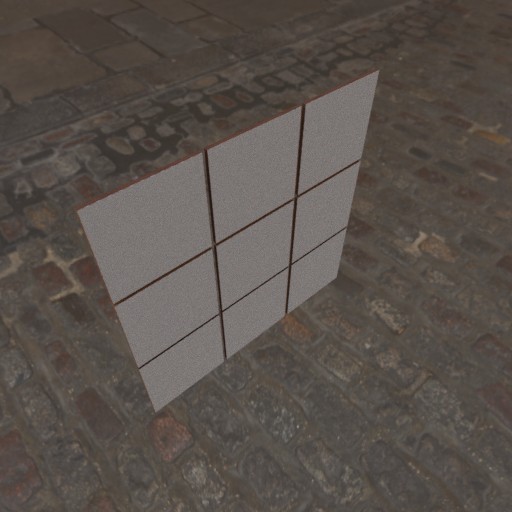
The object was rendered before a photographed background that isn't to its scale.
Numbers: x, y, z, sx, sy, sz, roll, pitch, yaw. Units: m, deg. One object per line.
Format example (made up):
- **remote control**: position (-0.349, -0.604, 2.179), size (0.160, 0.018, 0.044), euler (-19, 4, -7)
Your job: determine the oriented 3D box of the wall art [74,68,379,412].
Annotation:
- **wall art**: position (0.000, 0.000, 1.898), size (1.256, 1.246, 0.017), euler (-33, 55, -27)
